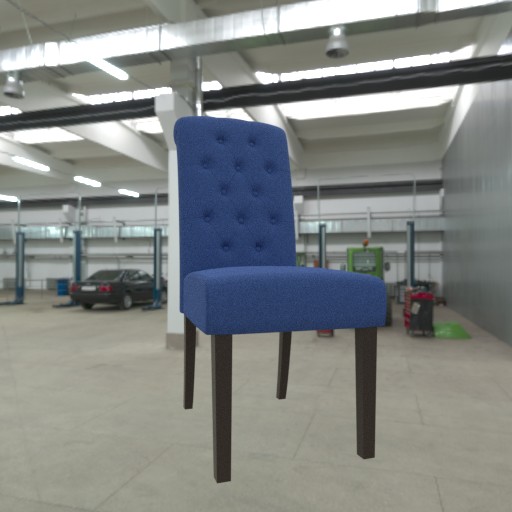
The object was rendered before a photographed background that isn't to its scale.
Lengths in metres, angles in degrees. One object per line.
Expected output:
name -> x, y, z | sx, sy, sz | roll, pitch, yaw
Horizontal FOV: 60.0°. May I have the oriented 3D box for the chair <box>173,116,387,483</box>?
chair -> 0.000, 0.000, 1.343 | 0.456, 1.006, 0.671 | 0, -1, -19
